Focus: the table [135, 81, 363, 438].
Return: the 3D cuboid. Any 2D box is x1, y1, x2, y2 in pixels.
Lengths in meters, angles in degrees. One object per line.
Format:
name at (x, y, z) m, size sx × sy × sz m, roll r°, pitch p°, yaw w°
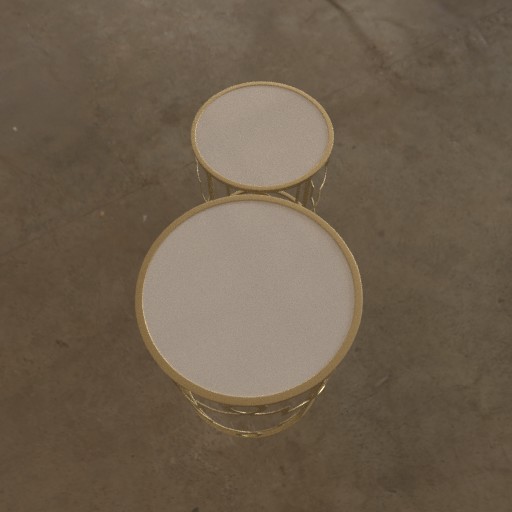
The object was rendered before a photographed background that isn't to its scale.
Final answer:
table at (0.000, 0.000, 1.171) m, size 0.420 × 0.564 × 0.846 m, roll 3°, pitch 63°, yaw 2°
